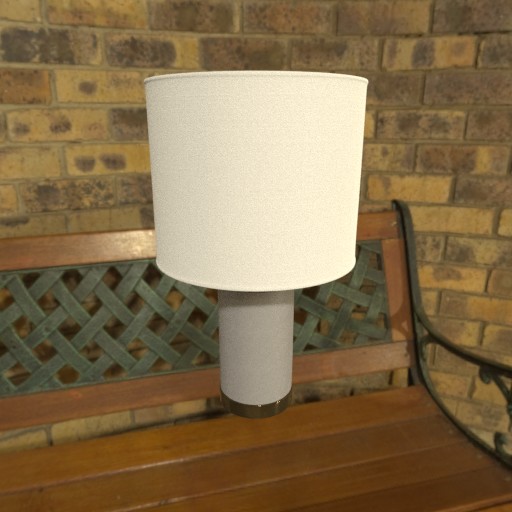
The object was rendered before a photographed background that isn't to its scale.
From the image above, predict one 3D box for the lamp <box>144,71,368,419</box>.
[{"bbox_3d":[0.000,0.000,0.520,0.229,0.380,0.229,0,17,0],"label":"lamp"}]
